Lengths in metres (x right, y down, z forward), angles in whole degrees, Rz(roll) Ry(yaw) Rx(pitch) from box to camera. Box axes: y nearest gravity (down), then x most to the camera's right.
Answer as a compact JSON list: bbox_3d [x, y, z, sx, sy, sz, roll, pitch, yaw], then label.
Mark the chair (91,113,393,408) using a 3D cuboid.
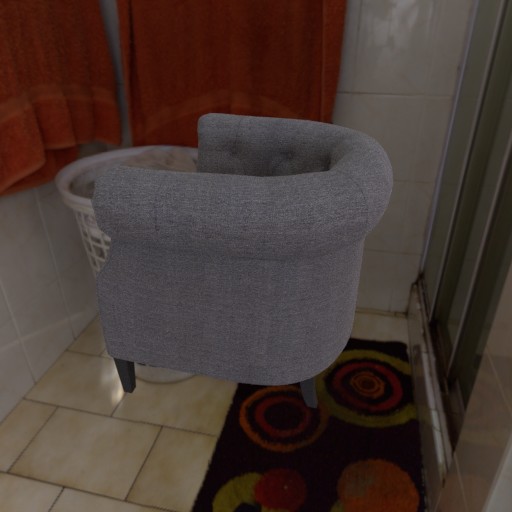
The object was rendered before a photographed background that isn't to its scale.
[{"bbox_3d":[0.000,0.000,1.583,0.852,0.827,0.905,8,30,13],"label":"chair"}]
